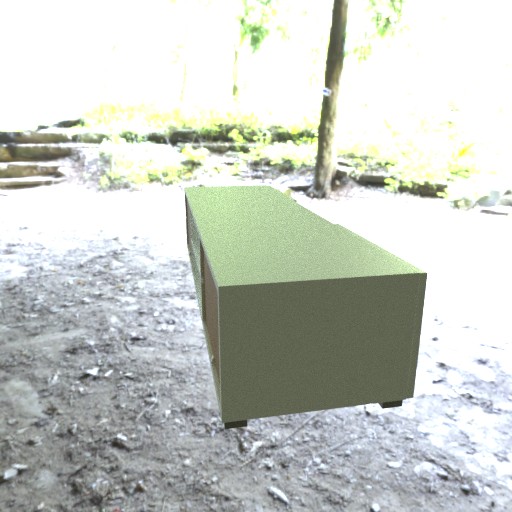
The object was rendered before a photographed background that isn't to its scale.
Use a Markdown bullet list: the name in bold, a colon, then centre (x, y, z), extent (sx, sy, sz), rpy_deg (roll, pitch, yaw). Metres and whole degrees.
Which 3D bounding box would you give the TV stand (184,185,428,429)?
- **TV stand**: centre (0.000, 0.000, 1.546), extent (0.420, 0.310, 1.400), rpy_deg (-3, 17, -11)
